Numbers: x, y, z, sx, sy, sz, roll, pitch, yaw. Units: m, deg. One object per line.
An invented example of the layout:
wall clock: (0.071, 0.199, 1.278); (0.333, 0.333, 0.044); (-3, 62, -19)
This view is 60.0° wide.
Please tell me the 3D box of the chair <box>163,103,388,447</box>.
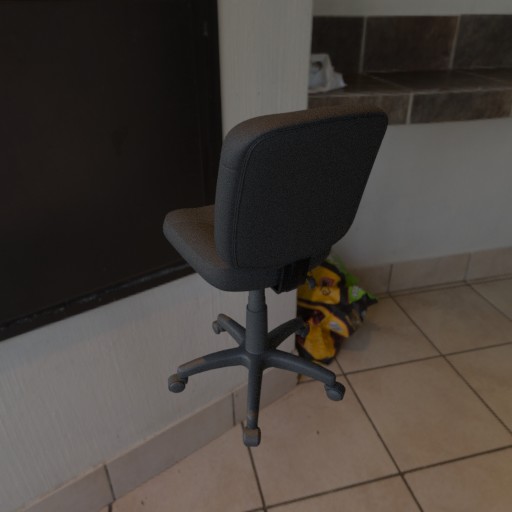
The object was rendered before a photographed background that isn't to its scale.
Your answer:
chair: (0.000, 0.000, 1.365); (0.610, 0.972, 0.610); (-17, 34, -28)
